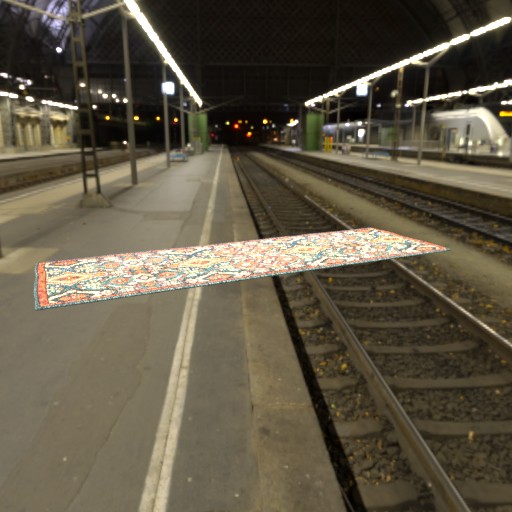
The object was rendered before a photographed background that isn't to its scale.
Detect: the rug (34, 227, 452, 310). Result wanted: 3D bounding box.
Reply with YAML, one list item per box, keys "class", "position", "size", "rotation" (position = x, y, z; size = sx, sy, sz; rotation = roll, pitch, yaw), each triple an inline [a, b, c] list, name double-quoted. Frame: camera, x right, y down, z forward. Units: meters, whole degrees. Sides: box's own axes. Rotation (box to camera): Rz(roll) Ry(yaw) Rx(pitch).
- class: "rug"
  position: [0.000, 0.000, 2.730]
  size: [2.459, 0.010, 0.801]
  rotation: [-7, 16, -24]
